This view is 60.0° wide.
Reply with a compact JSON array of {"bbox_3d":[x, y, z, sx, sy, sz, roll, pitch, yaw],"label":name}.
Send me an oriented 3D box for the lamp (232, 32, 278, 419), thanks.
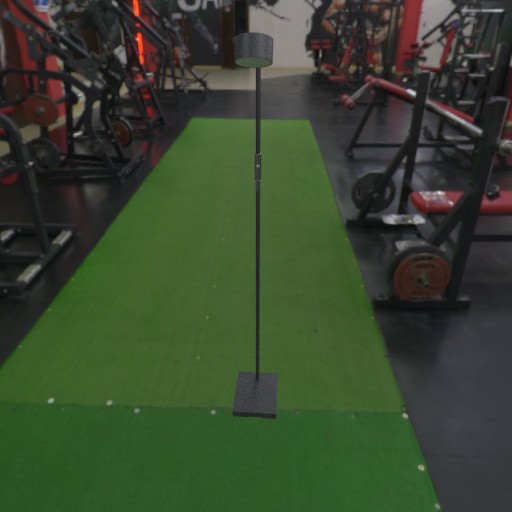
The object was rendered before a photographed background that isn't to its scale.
[{"bbox_3d":[0.000,0.000,1.765,0.203,1.600,0.304,2,29,4],"label":"lamp"}]
